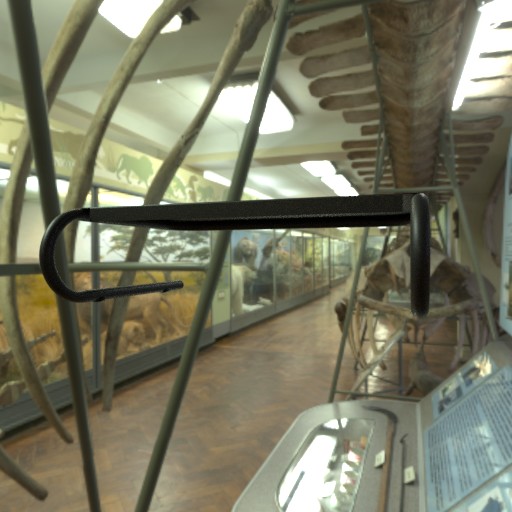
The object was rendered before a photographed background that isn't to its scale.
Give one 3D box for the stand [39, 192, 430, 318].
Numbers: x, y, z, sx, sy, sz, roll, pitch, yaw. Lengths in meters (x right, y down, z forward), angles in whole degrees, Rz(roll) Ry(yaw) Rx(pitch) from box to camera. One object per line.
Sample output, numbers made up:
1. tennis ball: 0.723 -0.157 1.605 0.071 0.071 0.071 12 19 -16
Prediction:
1. stand: 0.000 0.000 0.514 0.370 0.108 0.280 0 0 20
